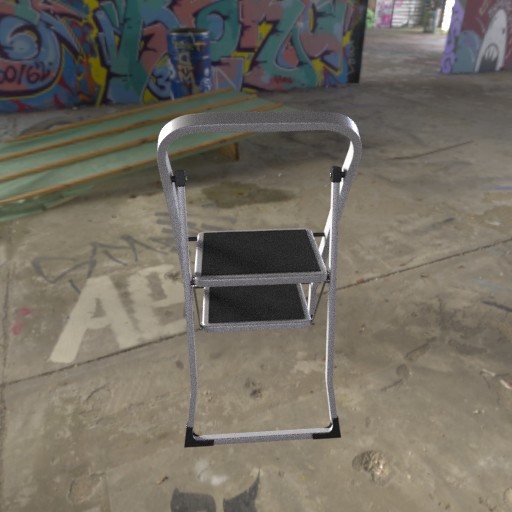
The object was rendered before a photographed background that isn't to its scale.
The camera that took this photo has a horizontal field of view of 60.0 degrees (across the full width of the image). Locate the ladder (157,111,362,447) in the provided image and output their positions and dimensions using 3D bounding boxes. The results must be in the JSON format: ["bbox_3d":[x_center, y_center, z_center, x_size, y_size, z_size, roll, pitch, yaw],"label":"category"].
[{"bbox_3d":[0.000,0.000,1.171,0.460,0.810,0.544,-2,31,-4],"label":"ladder"}]
